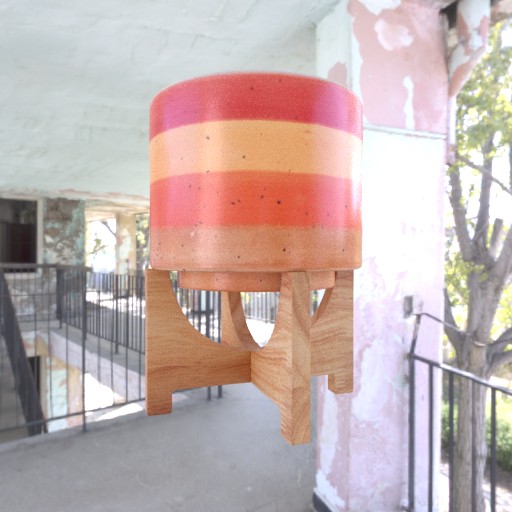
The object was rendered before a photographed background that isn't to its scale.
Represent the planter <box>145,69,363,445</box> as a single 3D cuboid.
[{"bbox_3d":[0.000,0.000,0.409,0.199,0.268,0.199,0,0,0],"label":"planter"}]
